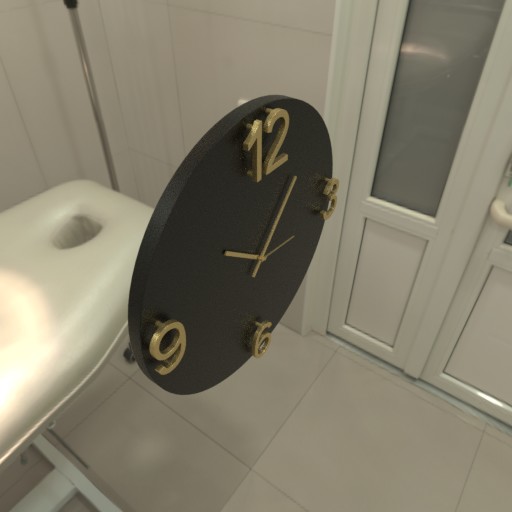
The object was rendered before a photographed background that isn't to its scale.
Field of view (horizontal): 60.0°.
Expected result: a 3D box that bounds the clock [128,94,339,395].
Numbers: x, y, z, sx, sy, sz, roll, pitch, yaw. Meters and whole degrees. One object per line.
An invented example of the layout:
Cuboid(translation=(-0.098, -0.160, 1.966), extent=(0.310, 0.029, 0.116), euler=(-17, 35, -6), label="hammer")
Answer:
Cuboid(translation=(0.000, 0.000, 0.659), extent=(0.038, 0.454, 0.454), euler=(25, 47, 26), label="clock")
